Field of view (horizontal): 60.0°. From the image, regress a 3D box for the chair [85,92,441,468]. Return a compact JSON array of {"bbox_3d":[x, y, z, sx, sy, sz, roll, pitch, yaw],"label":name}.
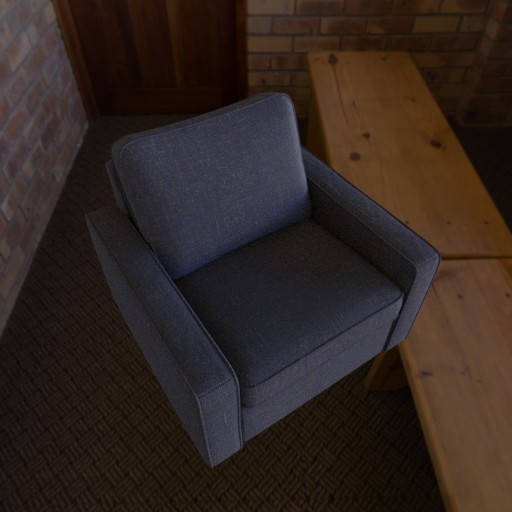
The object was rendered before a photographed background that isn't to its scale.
[{"bbox_3d":[0.000,0.000,1.711,1.017,0.919,0.940,-26,52,-22],"label":"chair"}]
